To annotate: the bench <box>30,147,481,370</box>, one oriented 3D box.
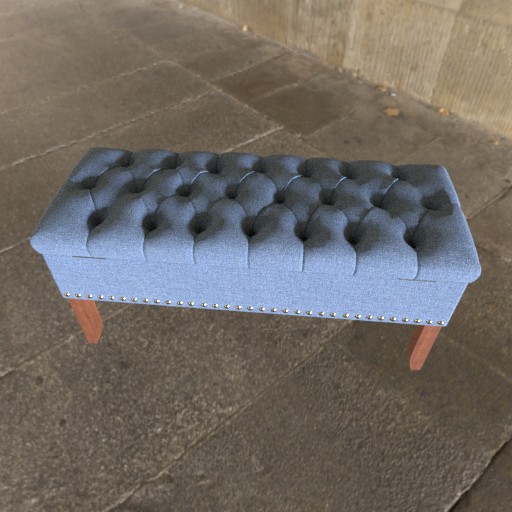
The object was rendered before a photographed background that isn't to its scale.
[{"bbox_3d":[0.000,0.000,1.305,1.052,0.492,0.417,4,45,4],"label":"bench"}]
